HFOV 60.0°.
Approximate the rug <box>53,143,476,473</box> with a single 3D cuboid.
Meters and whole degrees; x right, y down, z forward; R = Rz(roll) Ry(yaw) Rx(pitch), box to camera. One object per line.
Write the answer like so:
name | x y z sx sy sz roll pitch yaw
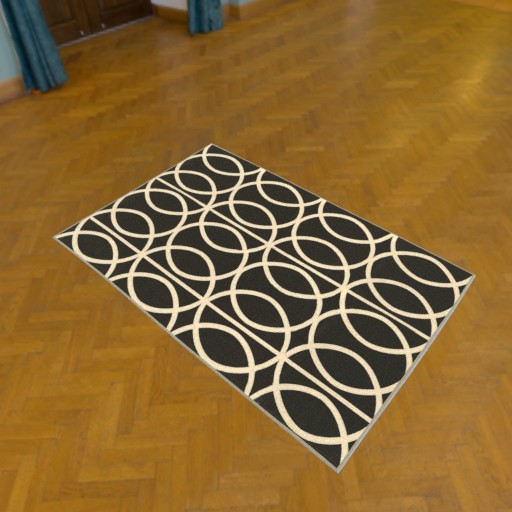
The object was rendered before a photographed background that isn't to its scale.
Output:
rug | 0.000 0.000 2.849 2.294 0.014 1.528 32 54 27
